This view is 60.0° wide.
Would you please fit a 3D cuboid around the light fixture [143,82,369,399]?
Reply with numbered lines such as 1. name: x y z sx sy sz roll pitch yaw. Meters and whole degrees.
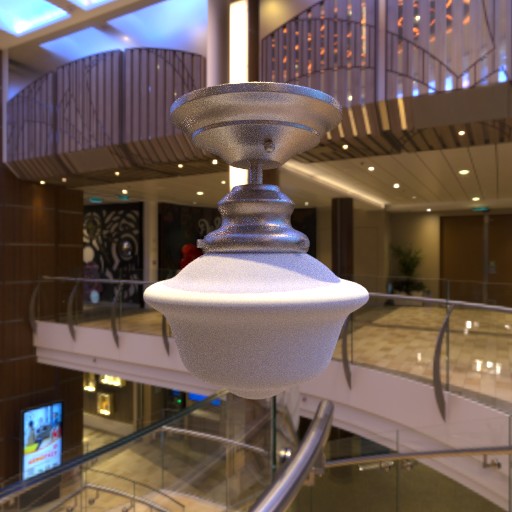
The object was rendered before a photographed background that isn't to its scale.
1. light fixture: 0.000 0.000 0.399 0.199 0.254 0.199 0 0 0
